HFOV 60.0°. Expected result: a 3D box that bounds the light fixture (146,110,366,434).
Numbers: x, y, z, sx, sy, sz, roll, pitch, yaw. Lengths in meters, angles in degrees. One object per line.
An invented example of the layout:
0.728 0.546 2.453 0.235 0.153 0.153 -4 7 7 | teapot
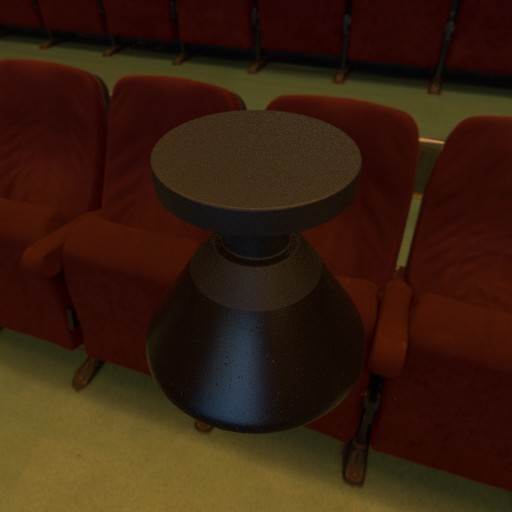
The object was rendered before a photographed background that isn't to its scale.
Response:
0.000 0.000 0.352 0.200 0.183 0.200 0 40 0 | light fixture
